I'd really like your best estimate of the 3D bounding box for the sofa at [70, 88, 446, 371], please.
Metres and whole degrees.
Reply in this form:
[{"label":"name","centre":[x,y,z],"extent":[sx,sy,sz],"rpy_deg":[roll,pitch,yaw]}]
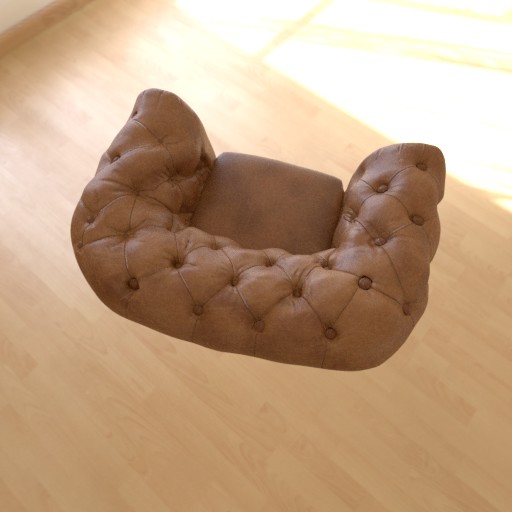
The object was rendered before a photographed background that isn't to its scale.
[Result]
[{"label":"sofa","centre":[0.000,0.000,2.019],"extent":[1.405,0.878,1.033],"rpy_deg":[14,65,7]}]
